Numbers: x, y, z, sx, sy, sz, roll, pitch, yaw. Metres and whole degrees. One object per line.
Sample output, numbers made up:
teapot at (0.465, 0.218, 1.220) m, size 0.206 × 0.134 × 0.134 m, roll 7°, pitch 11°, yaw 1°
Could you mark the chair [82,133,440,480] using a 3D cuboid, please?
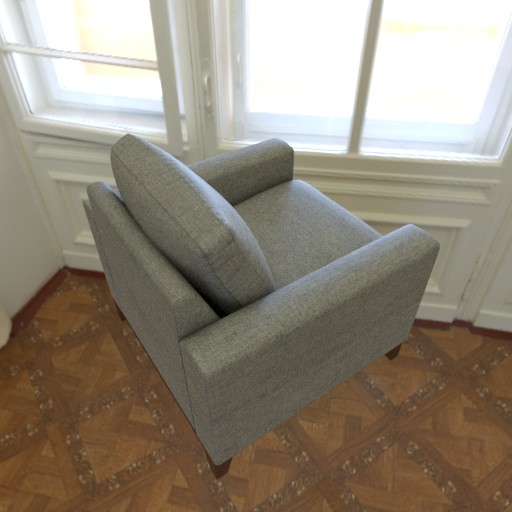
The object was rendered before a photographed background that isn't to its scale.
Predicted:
chair at (0.000, 0.000, 1.848) m, size 1.038 × 1.010 × 1.024 m, roll -25°, pitch 47°, yaw -25°
